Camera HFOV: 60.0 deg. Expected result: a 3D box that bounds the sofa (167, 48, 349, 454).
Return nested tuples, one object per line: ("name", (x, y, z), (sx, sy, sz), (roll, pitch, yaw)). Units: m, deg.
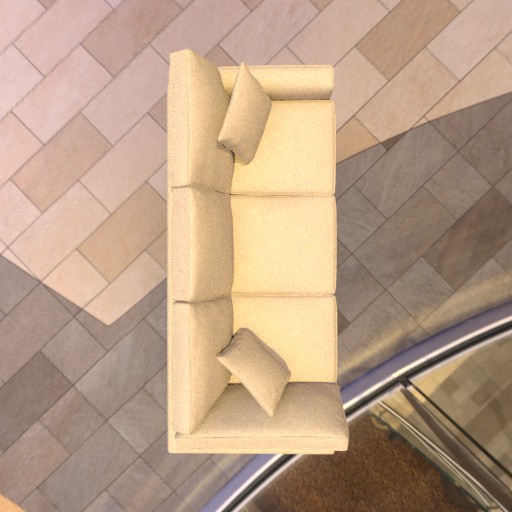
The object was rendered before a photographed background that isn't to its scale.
("sofa", (0.000, 0.000, 2.849), (1.061, 0.962, 2.317), (0, 90, 1))
